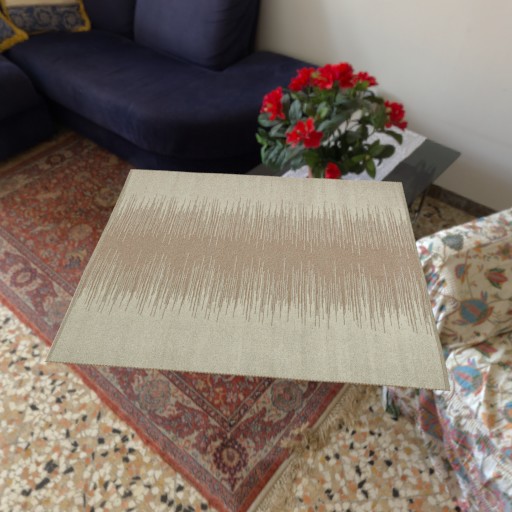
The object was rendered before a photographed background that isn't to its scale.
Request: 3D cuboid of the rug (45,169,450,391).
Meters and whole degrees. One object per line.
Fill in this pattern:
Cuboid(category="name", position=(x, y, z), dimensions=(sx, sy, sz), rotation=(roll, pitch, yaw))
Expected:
Cuboid(category="rug", position=(0.000, 0.000, 4.119), dimensions=(3.048, 0.013, 2.438), rotation=(3, 47, 3))
